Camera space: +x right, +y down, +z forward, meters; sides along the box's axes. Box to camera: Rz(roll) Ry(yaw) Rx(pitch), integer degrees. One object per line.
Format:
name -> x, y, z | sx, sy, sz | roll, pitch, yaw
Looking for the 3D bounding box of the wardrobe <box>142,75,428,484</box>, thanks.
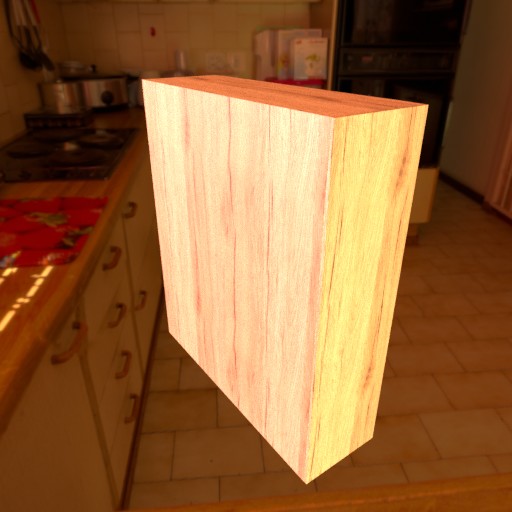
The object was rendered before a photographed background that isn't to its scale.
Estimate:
wardrobe -> 0.000, 0.000, 2.921 | 0.580, 2.070, 1.810 | -18, 32, -31
